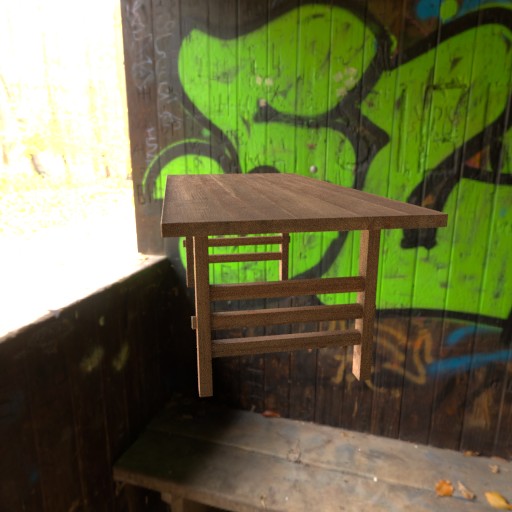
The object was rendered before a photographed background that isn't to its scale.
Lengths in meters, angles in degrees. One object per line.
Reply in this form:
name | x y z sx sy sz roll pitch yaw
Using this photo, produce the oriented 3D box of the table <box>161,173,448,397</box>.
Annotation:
table | 0.000 0.000 2.461 0.952 0.760 2.003 -3 15 -10
